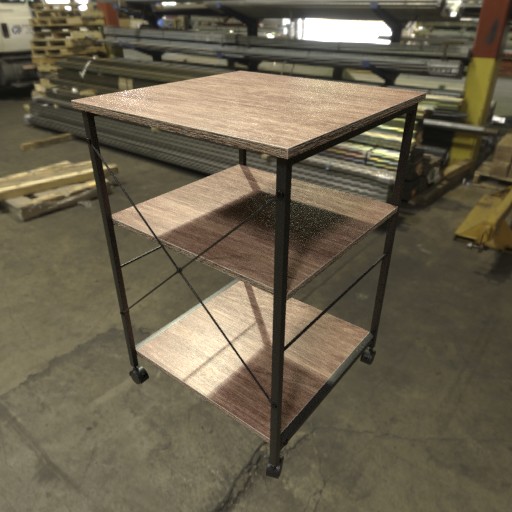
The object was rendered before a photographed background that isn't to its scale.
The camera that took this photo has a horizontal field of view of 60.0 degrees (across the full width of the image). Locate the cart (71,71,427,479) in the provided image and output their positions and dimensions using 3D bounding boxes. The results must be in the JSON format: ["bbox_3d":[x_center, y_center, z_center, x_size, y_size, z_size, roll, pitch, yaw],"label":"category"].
[{"bbox_3d":[0.000,0.000,1.104,0.521,0.762,0.520,22,37,32],"label":"cart"}]
